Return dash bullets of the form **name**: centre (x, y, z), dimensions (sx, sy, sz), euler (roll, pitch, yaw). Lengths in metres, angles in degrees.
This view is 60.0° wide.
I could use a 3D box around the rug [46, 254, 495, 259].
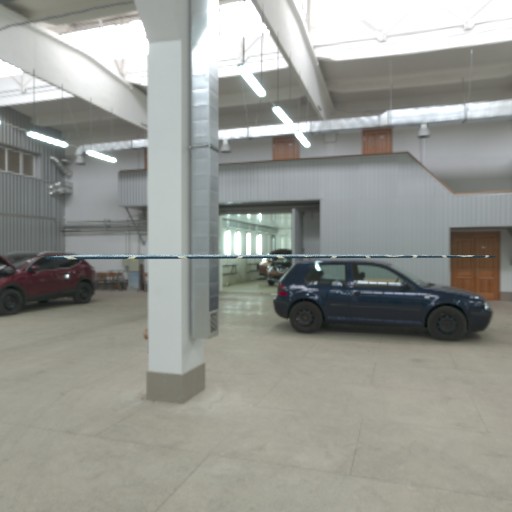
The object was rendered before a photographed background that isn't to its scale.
- **rug**: centre (0.000, 0.000, 2.708), dimensions (2.134, 0.010, 1.524), euler (0, 0, -17)
